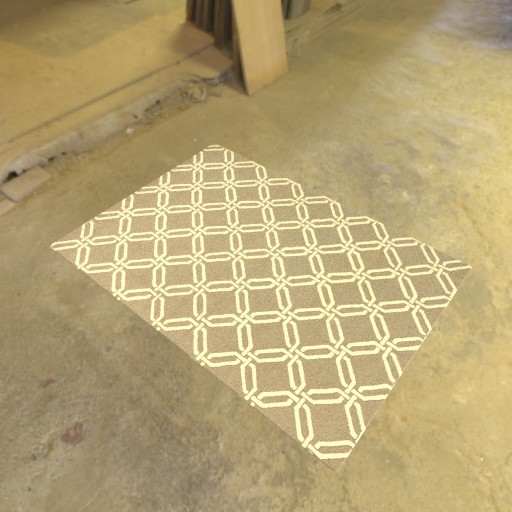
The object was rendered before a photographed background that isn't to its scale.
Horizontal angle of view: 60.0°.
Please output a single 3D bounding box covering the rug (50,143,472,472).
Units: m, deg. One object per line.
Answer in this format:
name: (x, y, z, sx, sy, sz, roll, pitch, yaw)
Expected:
rug: (0.000, 0.000, 4.388, 3.419, 0.020, 2.441, 31, 54, 26)
